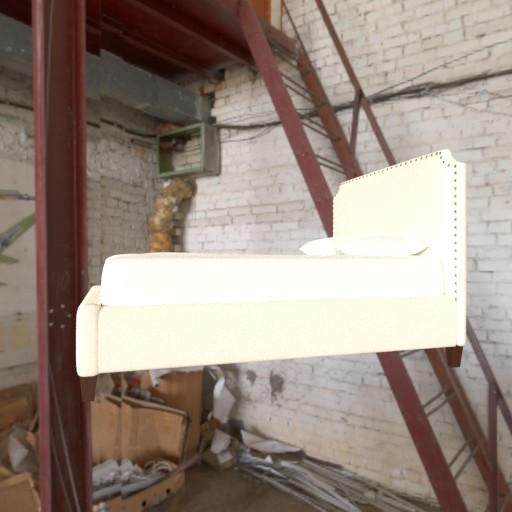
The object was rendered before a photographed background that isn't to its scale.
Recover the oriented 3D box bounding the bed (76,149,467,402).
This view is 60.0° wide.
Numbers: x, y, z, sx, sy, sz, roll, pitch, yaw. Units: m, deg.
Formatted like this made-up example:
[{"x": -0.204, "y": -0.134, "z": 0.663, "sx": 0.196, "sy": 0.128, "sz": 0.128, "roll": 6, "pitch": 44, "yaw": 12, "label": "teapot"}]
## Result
[{"x": 0.000, "y": 0.000, "z": 3.294, "sx": 2.365, "sy": 1.443, "sz": 1.712, "roll": 0, "pitch": 0, "yaw": -18, "label": "bed"}]
